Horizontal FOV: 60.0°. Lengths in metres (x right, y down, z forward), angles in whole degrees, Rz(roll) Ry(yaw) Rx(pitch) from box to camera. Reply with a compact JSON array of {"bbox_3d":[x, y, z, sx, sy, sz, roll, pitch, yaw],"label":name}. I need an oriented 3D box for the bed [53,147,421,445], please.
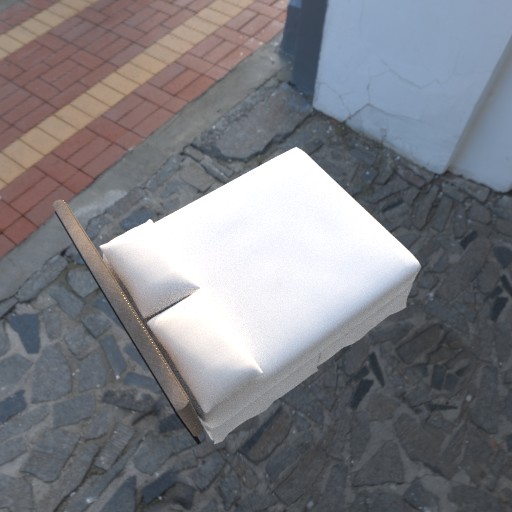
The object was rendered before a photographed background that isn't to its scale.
[{"bbox_3d":[0.000,0.000,3.370,2.153,1.518,1.713,-32,64,-18],"label":"bed"}]
